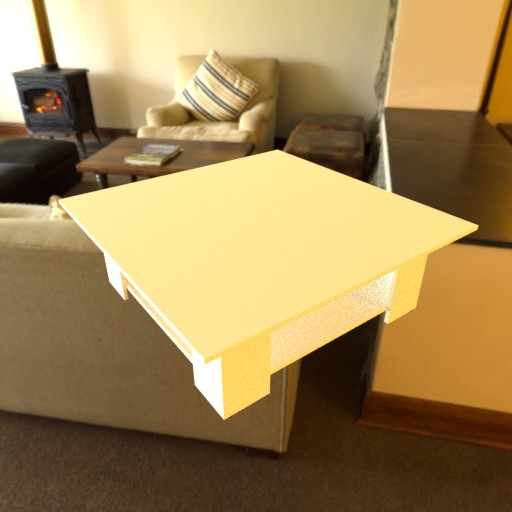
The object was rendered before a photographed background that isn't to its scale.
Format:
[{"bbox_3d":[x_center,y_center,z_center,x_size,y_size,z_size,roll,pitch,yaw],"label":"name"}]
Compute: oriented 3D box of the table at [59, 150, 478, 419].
[{"bbox_3d":[0.000,0.000,1.395,0.890,0.305,0.890,-21,36,-31],"label":"table"}]
